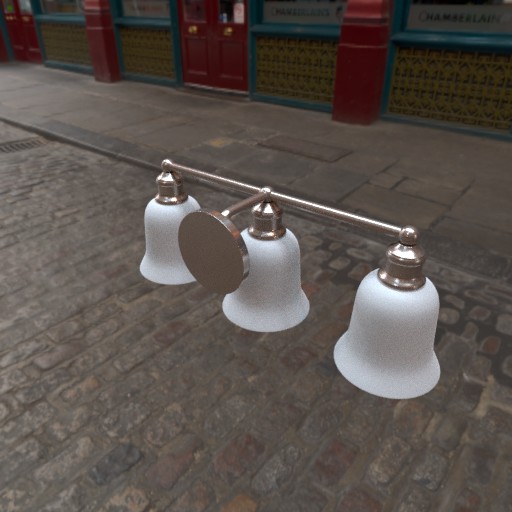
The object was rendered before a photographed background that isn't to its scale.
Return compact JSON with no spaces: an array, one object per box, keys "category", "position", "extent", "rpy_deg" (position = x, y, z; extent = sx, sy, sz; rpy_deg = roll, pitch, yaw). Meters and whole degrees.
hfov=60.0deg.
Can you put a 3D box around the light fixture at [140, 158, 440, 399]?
[{"category":"light fixture","position":[0.000,0.000,0.671],"extent":[0.570,0.211,0.198],"rpy_deg":[21,36,33]}]
